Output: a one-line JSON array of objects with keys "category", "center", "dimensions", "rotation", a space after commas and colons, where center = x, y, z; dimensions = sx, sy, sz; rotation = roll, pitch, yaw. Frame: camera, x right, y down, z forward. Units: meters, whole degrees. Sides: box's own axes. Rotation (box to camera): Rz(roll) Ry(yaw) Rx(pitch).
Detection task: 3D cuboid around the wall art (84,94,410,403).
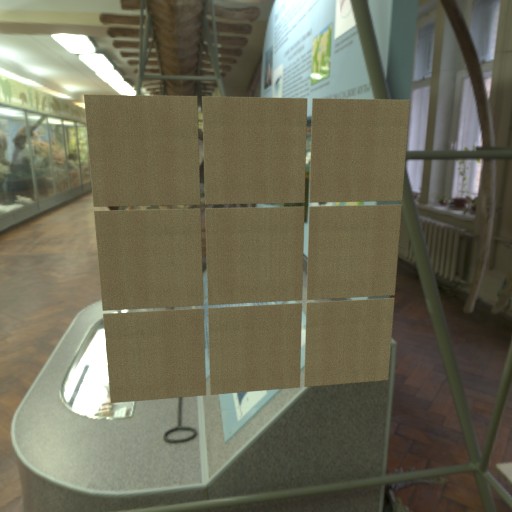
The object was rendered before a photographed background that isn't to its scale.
[{"category": "wall art", "center": [0.000, 0.000, 2.221], "dimensions": [1.517, 1.505, 0.002], "rotation": [-2, 14, -9]}]
